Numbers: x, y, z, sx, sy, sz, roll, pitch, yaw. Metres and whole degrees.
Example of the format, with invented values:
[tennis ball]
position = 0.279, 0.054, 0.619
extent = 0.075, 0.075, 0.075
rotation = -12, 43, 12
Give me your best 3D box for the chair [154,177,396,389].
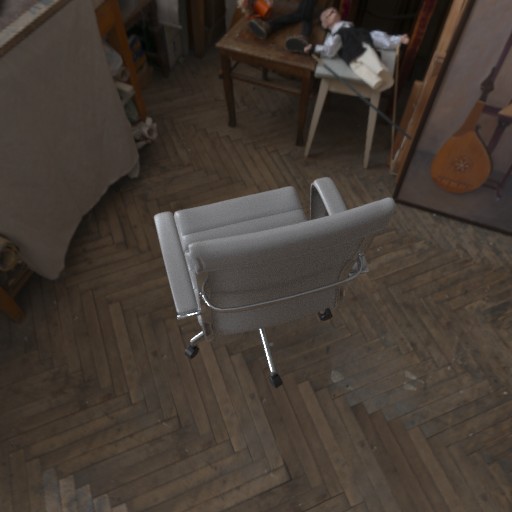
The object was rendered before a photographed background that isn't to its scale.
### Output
[chair]
position = 0.000, 0.000, 1.536
extent = 0.679, 1.149, 0.667
rotation = -13, 59, -8
